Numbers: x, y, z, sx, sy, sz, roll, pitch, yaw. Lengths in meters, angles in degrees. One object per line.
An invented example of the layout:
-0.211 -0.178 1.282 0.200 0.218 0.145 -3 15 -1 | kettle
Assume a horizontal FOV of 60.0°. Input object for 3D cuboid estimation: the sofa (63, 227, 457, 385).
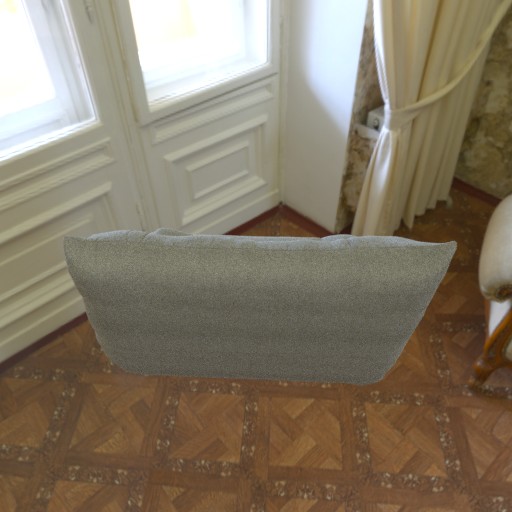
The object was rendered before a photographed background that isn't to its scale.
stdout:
0.000 0.000 1.753 1.144 0.795 0.847 2 44 2 | sofa
